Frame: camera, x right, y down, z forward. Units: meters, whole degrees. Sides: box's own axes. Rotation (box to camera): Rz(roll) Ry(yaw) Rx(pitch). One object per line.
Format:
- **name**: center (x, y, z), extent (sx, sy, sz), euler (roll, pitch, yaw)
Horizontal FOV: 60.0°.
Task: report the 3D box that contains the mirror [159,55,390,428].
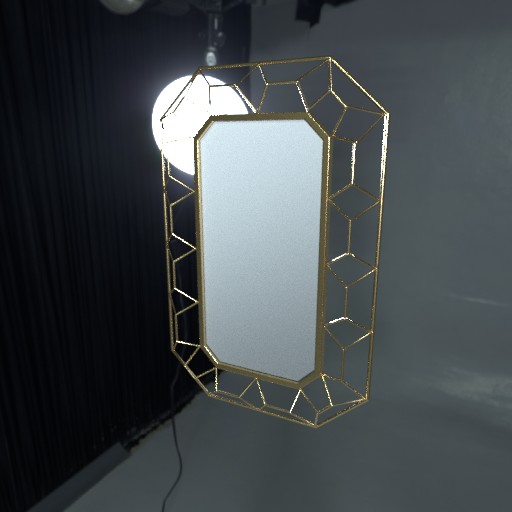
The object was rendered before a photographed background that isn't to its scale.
- **mirror**: center (0.000, 0.000, 1.061), extent (0.572, 0.870, 0.051), euler (7, 16, 26)
